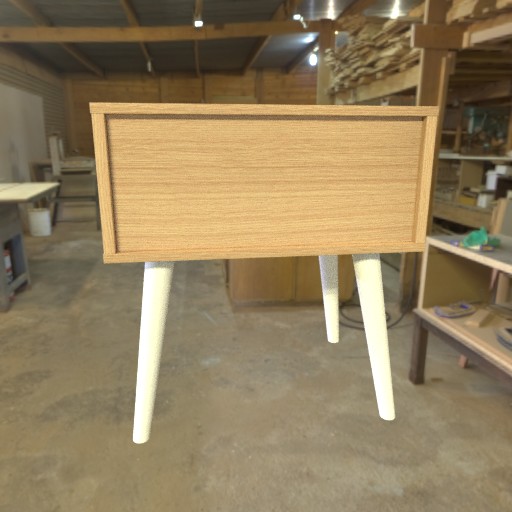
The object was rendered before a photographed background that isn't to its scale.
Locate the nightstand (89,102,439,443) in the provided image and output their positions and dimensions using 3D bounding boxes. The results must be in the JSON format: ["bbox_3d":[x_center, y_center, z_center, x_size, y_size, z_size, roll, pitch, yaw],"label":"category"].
[{"bbox_3d":[0.000,0.000,0.986,0.571,0.610,0.407,-2,15,-8],"label":"nightstand"}]
